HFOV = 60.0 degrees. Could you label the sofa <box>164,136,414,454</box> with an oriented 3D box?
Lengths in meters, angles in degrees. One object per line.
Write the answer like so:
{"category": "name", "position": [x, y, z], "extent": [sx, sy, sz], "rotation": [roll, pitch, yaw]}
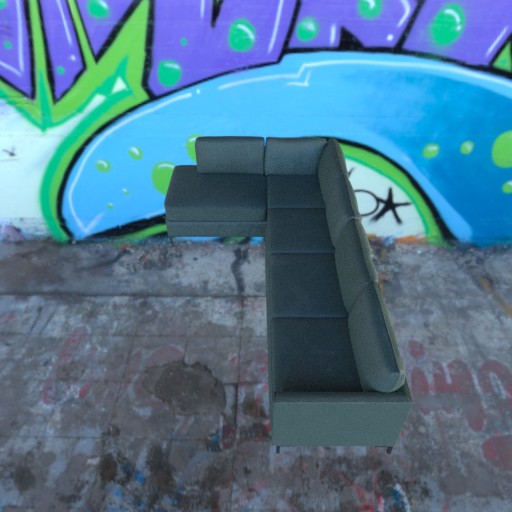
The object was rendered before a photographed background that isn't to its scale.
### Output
{"category": "sofa", "position": [0.000, 0.000, 4.276], "extent": [2.048, 0.996, 3.384], "rotation": [0, 41, 0]}
